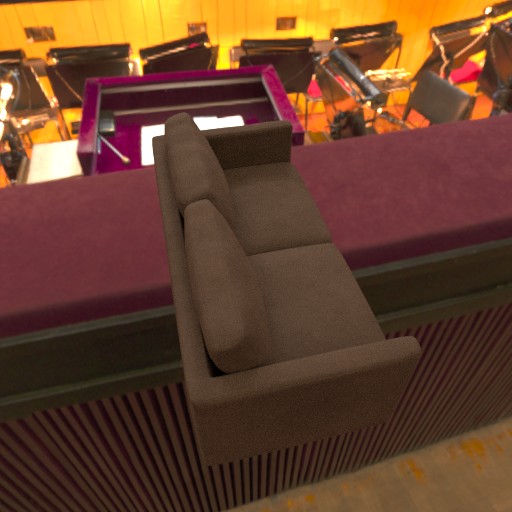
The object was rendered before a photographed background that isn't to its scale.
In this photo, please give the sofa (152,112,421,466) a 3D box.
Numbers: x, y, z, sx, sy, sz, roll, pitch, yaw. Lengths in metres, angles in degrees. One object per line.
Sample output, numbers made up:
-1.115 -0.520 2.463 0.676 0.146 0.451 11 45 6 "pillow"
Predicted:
0.000 0.000 2.471 0.950 0.963 1.884 -10 47 -9 "sofa"
